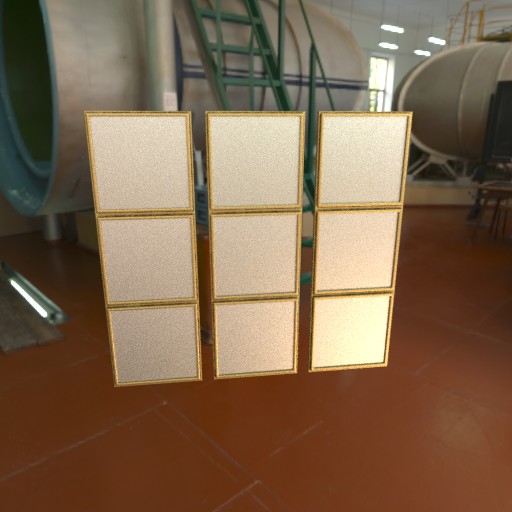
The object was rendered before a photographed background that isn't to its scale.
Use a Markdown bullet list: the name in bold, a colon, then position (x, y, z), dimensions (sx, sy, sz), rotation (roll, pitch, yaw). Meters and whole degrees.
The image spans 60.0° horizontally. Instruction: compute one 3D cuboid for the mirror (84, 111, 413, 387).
- **mirror**: position (0.000, 0.000, 1.492), dimensions (1.011, 0.926, 0.023), rotation (-2, 18, -7)
